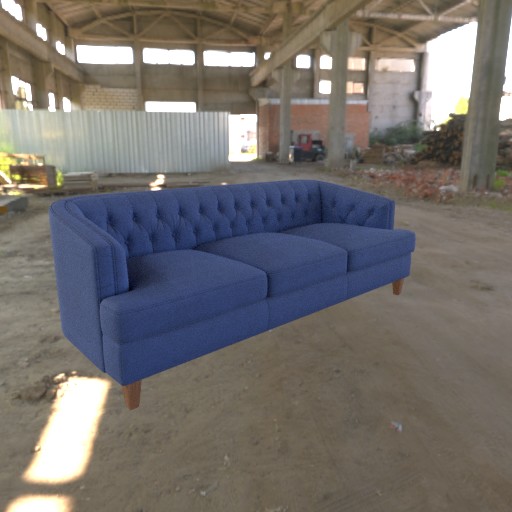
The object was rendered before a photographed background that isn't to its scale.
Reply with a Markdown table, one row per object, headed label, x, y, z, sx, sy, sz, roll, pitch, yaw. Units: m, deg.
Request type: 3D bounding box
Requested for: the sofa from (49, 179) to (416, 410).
| label | x | y | z | sx | sy | sz | roll | pitch | yaw |
| --- | --- | --- | --- | --- | --- | --- | --- | --- | --- |
| sofa | 0.000 | 0.000 | 2.680 | 2.235 | 0.787 | 0.914 | -13 | 19 | -42 |
